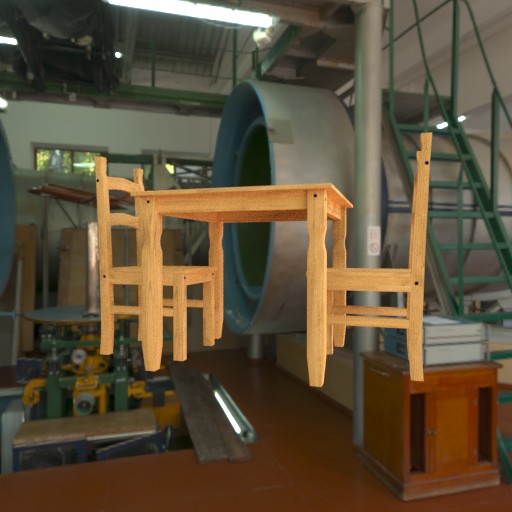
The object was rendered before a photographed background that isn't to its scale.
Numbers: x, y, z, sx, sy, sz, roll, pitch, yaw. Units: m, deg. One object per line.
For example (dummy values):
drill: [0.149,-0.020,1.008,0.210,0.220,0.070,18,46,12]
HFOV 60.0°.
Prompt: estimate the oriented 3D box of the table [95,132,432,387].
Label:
table: [0.000,0.000,2.069,1.501,0.942,0.813,0,1,17]
